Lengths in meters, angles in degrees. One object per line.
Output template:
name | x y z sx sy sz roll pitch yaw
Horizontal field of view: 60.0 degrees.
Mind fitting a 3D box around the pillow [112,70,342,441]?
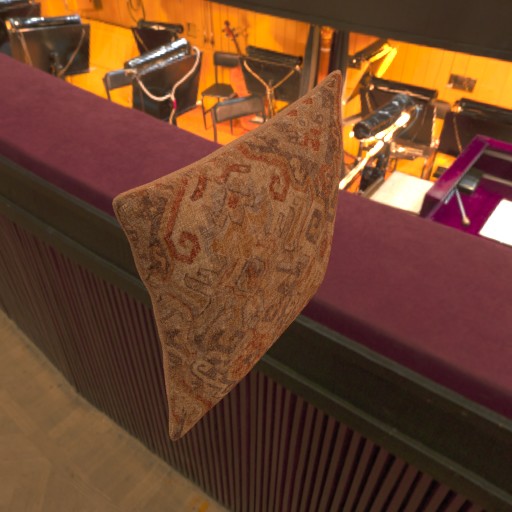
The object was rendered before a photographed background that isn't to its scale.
pillow | 0.000 0.000 0.789 0.166 0.506 0.523 25 47 26
